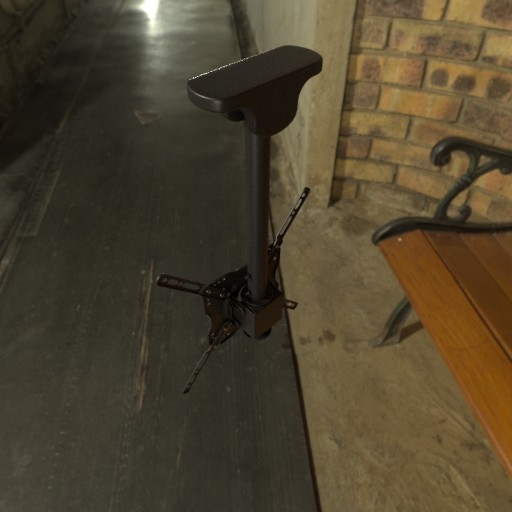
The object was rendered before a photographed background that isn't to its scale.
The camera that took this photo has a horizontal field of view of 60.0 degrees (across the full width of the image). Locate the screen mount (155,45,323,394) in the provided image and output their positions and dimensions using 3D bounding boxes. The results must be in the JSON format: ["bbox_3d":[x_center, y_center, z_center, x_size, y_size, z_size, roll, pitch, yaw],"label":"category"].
[{"bbox_3d":[0.000,0.000,0.864,0.393,0.729,0.090,-33,54,-29],"label":"screen mount"}]
